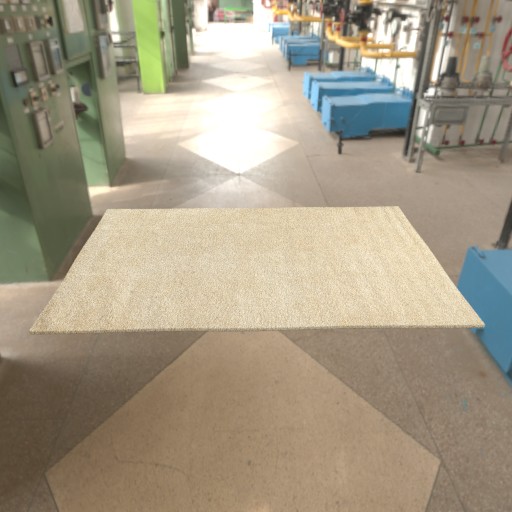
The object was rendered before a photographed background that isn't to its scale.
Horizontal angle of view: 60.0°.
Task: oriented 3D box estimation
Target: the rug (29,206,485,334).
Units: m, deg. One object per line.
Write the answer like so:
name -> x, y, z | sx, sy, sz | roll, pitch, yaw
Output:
rug -> 0.000, 0.000, 2.927 | 2.346, 0.025, 1.500 | -1, 30, -1
